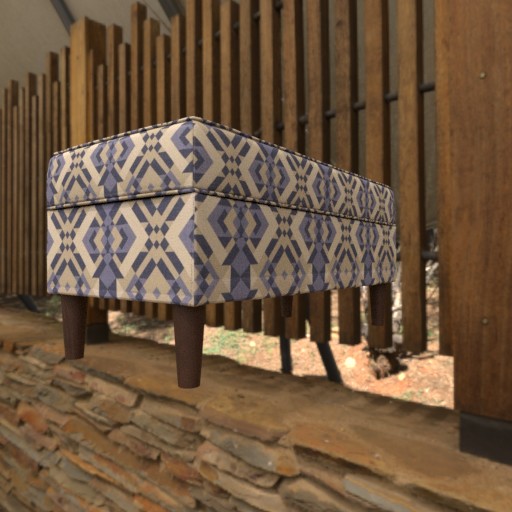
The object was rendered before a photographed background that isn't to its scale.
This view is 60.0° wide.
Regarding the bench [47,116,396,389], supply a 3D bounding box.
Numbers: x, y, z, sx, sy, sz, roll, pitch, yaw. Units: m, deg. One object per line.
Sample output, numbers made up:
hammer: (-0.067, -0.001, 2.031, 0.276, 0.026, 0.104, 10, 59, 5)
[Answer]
bench: (0.000, 0.000, 1.285, 0.492, 0.477, 1.016, 0, 0, 37)
